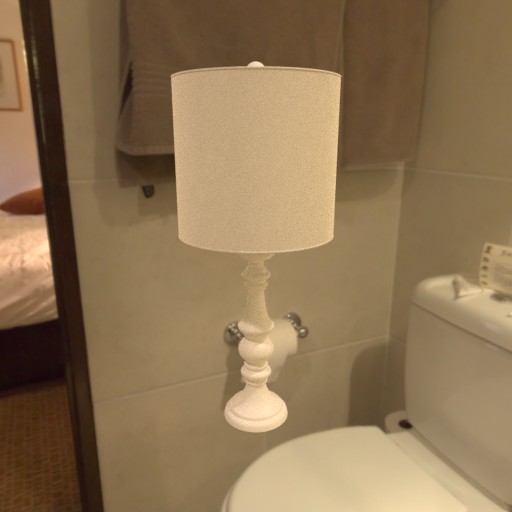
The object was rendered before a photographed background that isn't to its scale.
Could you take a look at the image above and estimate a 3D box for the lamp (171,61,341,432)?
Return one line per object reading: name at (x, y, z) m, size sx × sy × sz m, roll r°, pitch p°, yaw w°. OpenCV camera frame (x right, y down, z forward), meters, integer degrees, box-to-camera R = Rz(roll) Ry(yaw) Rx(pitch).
lamp at (0.000, 0.000, 0.737) m, size 0.250 × 0.597 × 0.250 m, roll 8°, pitch 18°, yaw 27°
